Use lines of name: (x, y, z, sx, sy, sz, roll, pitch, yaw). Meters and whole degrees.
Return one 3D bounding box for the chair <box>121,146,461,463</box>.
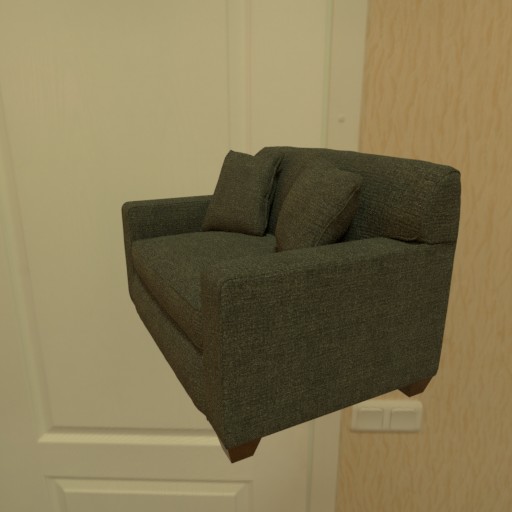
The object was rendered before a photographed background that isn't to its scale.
chair: (0.000, 0.000, 2.047, 1.000, 0.948, 1.383, -9, 19, -26)
